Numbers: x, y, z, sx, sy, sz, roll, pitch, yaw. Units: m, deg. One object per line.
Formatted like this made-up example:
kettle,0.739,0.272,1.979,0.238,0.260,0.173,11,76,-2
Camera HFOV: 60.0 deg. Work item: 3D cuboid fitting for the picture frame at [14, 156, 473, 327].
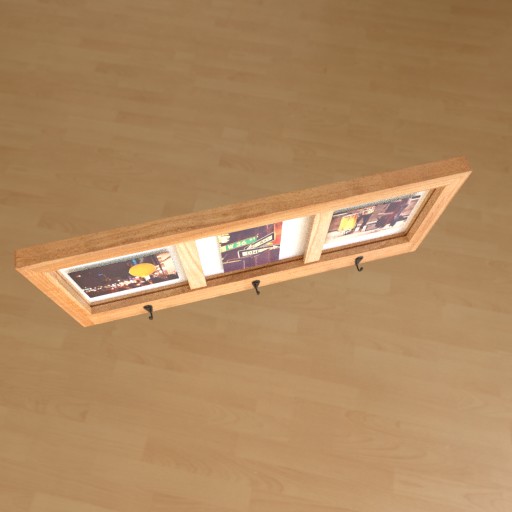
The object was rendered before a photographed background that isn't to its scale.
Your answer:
picture frame,0.000,0.000,0.655,0.582,0.234,0.045,-13,65,-6
